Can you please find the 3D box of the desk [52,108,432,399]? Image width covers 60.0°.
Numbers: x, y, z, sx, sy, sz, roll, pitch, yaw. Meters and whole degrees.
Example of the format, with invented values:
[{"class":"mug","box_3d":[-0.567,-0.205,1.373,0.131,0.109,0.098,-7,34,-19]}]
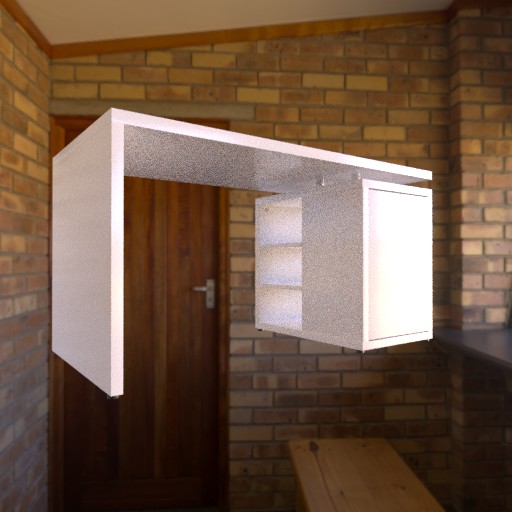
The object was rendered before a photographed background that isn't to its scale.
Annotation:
[{"class":"desk","box_3d":[0.000,0.000,1.806,1.400,0.740,0.690,0,0,-36]}]
